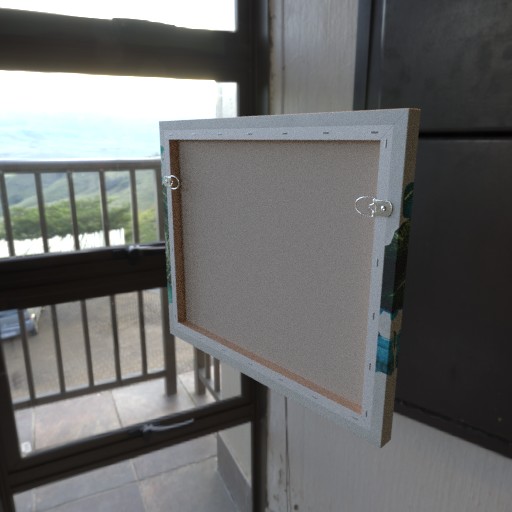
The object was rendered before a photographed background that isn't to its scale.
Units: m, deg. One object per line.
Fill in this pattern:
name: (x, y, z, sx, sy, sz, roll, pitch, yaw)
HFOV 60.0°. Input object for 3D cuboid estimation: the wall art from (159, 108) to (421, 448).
wall art: (0.000, 0.000, 1.015, 0.043, 0.610, 0.711, -14, 20, -42)
